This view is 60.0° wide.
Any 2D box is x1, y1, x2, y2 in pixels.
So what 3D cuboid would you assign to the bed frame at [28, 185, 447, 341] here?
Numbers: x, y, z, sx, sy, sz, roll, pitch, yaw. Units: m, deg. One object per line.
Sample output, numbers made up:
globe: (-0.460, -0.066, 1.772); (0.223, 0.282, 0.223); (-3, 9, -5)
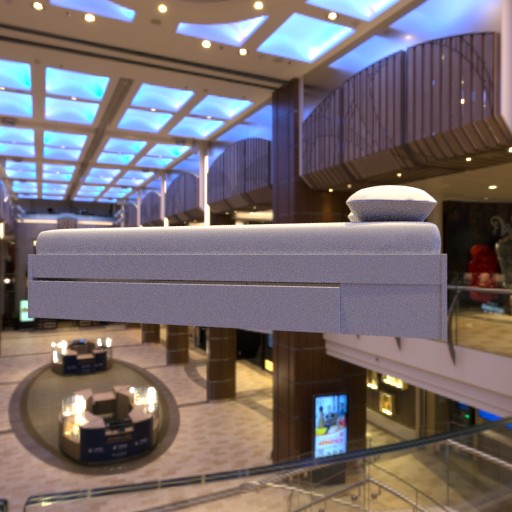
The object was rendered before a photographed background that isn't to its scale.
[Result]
bed frame: (0.000, 0.000, 2.618); (1.950, 0.629, 1.450); (0, 0, 18)
